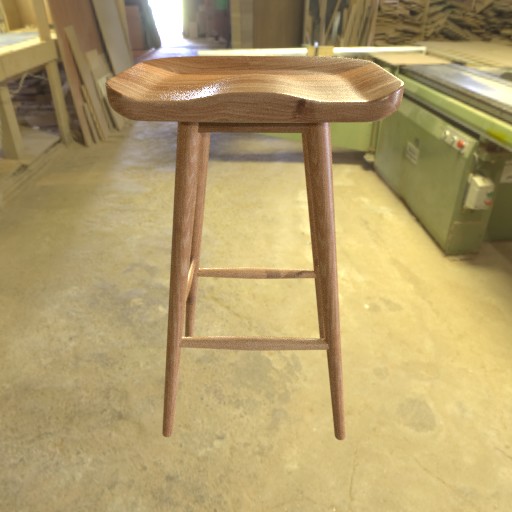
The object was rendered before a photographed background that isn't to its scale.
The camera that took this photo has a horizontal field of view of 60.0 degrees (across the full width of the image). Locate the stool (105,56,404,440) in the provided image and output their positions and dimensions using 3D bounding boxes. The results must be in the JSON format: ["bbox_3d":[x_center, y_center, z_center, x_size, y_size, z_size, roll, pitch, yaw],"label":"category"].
[{"bbox_3d":[0.000,0.000,0.886,0.407,0.698,0.322,1,31,1],"label":"stool"}]
